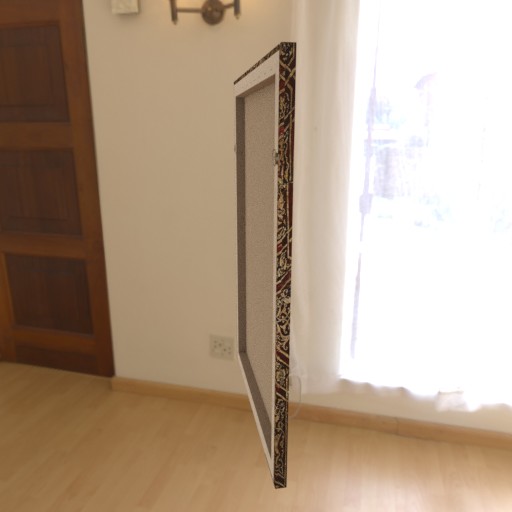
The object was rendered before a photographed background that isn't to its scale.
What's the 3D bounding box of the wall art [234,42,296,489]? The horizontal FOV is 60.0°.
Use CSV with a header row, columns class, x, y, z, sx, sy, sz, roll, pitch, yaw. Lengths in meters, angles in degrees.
class,x,y,z,sx,sy,sz,roll,pitch,yaw
wall art,0.000,0.000,0.758,0.020,0.599,0.397,-3,16,-10
